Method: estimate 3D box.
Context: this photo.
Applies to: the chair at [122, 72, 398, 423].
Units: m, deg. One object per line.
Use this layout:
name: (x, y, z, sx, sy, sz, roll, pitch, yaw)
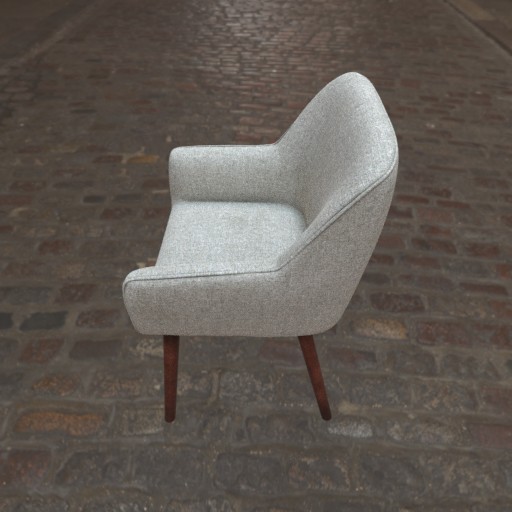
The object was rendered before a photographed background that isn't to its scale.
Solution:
chair: (0.000, 0.000, 1.139, 0.519, 0.803, 0.543, 1, 41, 1)
